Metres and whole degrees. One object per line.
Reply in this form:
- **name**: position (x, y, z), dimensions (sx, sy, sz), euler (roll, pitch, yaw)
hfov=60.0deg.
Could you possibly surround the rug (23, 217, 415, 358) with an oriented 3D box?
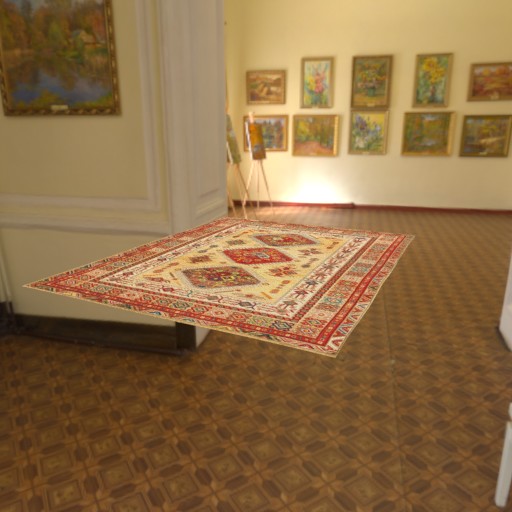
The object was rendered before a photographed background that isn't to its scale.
- **rug**: position (0.000, 0.000, 4.163), dimensions (2.460, 0.005, 3.067), euler (8, 18, 25)
